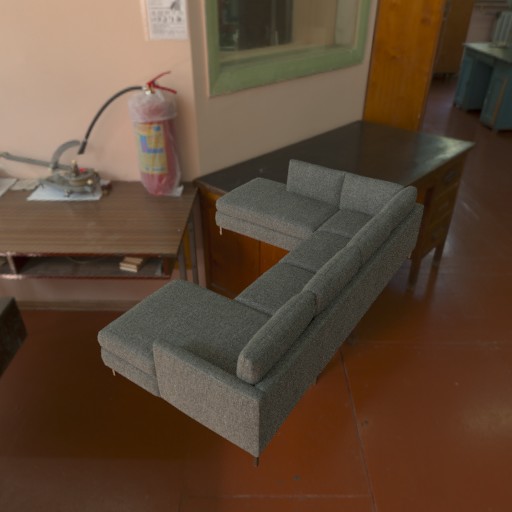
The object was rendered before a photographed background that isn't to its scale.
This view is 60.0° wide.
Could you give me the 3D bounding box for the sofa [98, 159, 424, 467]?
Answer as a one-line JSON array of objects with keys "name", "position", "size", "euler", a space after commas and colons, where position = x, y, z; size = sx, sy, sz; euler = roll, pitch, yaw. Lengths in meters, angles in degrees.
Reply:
[{"name": "sofa", "position": [0.000, 0.000, 3.625], "size": [1.879, 0.756, 2.737], "euler": [20, 37, 29]}]
